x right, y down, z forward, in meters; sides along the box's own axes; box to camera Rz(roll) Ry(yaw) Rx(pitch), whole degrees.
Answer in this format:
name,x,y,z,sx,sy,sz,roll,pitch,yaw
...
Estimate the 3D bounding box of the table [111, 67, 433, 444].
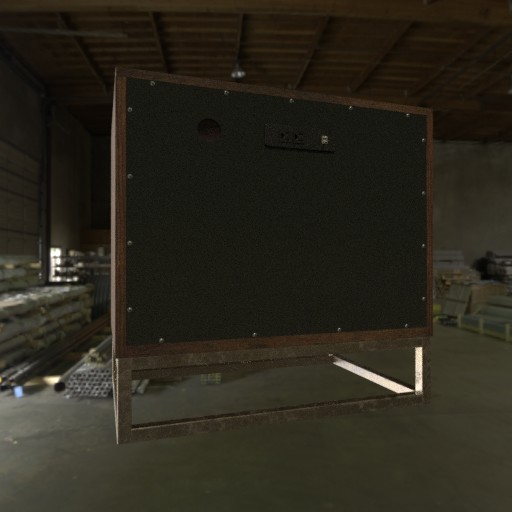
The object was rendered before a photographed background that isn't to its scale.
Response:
name,x,y,z,sx,sy,sz,roll,pitch,yaw
table,0.000,0.000,1.245,0.767,0.746,0.542,0,0,-19
